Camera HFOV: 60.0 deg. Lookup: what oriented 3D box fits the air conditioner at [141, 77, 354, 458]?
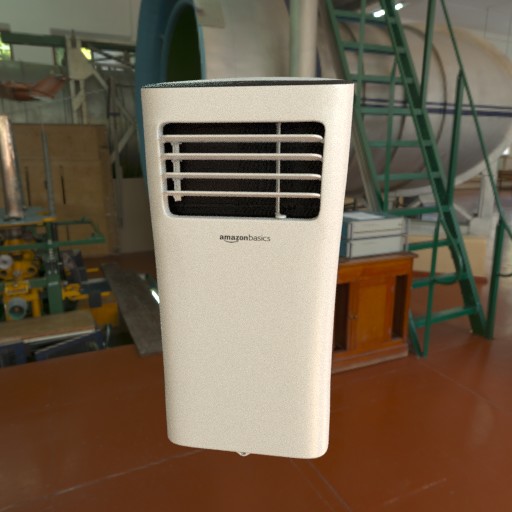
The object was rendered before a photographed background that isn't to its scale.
[{"bbox_3d":[0.000,0.000,0.914,0.352,0.716,0.369,2,14,9],"label":"air conditioner"}]
